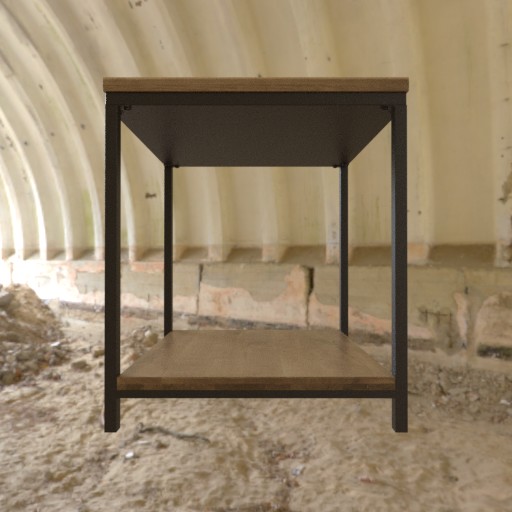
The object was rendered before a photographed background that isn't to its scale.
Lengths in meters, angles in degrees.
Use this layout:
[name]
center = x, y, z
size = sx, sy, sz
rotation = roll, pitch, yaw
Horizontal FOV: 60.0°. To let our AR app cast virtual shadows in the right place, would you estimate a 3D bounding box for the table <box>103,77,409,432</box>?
[table]
center = 0.000, 0.000, 0.984
size = 0.507, 0.589, 0.503
rotation = 0, 0, 0
